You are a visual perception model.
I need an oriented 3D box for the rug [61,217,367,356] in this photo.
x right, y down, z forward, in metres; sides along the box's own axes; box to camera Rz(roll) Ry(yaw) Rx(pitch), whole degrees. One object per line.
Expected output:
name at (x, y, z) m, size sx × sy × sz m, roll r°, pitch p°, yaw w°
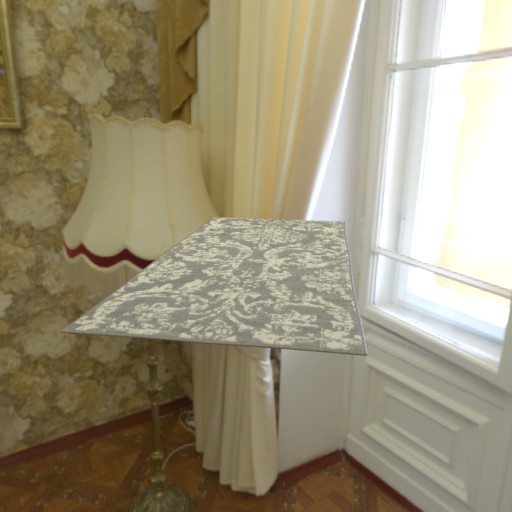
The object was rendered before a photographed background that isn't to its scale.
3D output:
rug at (0.000, 0.000, 1.425) m, size 0.604 × 0.007 × 1.219 m, roll 3°, pitch 16°, yaw 9°
